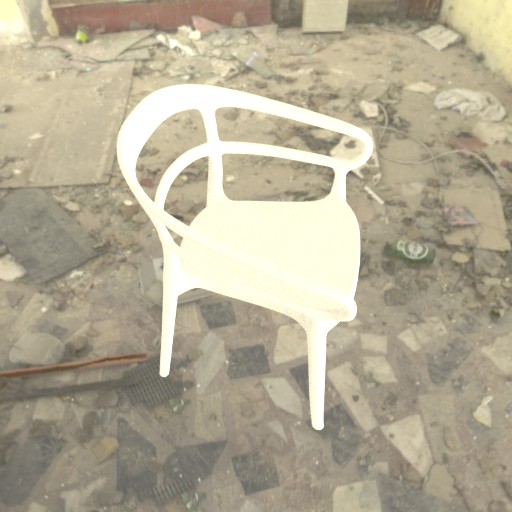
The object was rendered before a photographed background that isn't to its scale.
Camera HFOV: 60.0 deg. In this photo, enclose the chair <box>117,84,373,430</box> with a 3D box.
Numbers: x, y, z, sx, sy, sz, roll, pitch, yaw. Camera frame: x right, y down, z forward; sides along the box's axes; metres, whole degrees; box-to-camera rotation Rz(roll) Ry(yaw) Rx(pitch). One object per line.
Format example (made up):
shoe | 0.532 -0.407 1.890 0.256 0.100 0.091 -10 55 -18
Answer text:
chair | 0.000 0.000 1.156 0.527 0.761 0.559 10 48 9
